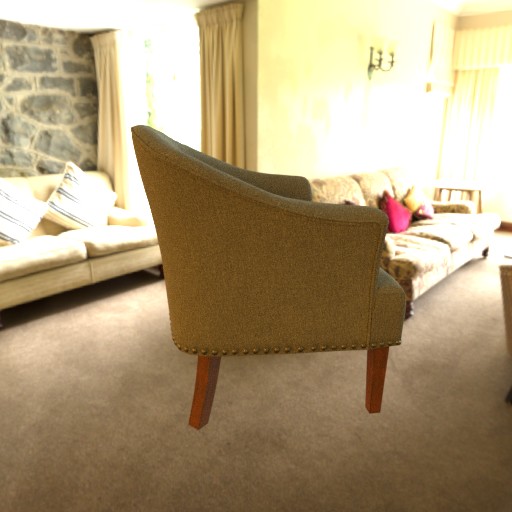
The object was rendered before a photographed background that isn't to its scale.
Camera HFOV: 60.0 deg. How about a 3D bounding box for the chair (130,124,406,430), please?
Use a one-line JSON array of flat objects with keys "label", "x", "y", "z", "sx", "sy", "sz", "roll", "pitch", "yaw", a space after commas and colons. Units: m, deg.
[{"label": "chair", "x": 0.000, "y": 0.000, "z": 1.434, "sx": 0.704, "sy": 0.815, "sz": 0.798, "roll": -3, "pitch": 17, "yaw": -8}]
